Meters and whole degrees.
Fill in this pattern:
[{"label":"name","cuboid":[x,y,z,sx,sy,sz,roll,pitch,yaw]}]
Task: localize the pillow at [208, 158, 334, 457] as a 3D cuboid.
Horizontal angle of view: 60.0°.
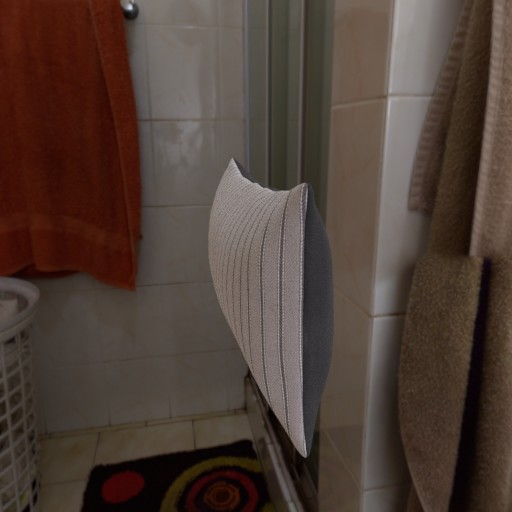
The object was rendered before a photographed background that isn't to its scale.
[{"label":"pillow","cuboid":[0.000,0.000,0.732,0.151,0.305,0.609,-3,16,-9]}]
